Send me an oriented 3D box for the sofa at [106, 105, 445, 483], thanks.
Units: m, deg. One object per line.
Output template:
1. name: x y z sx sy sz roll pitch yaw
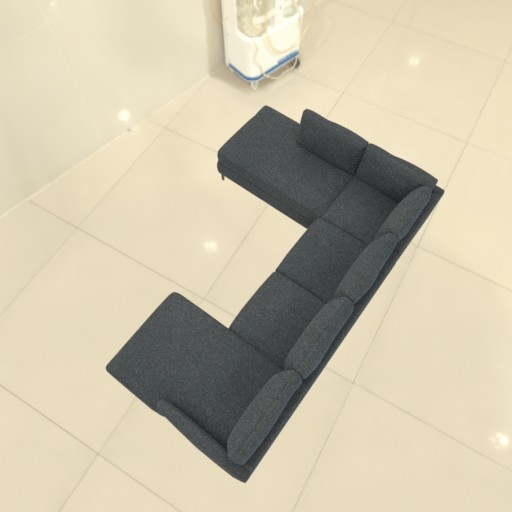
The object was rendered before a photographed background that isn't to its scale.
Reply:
1. sofa: 0.000 0.000 3.832 2.007 0.813 2.956 34 68 16
